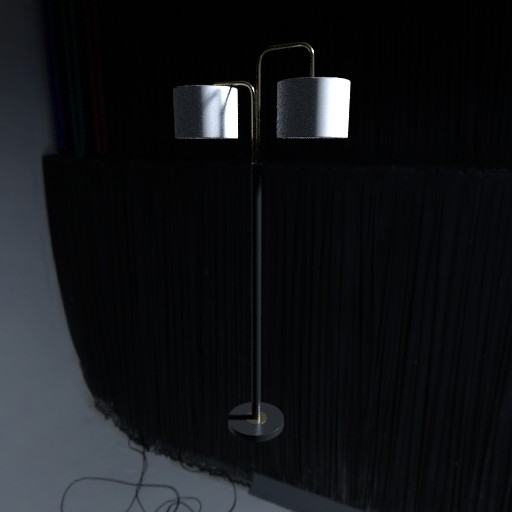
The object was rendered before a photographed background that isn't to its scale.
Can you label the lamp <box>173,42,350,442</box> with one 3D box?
[{"bbox_3d":[0.000,0.000,1.833,0.711,1.587,0.254,7,16,27],"label":"lamp"}]
